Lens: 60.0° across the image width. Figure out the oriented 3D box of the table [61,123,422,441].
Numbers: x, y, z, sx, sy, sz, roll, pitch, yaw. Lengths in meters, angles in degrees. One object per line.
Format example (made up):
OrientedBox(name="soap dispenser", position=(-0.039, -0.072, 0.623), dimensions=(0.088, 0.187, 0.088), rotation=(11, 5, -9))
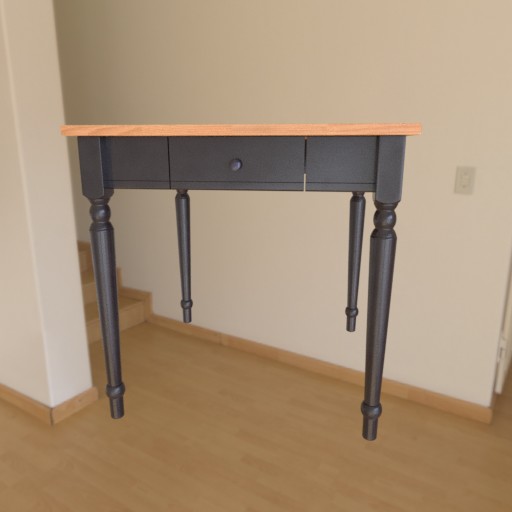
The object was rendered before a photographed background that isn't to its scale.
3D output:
OrientedBox(name="table", position=(0.000, 0.000, 1.351), dimensions=(0.747, 0.738, 0.747), rotation=(2, 14, 8))
